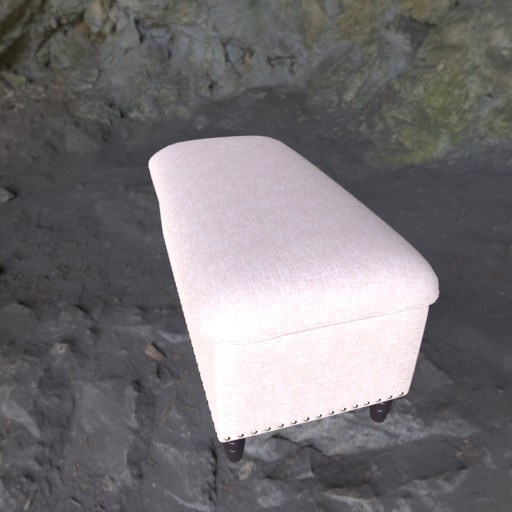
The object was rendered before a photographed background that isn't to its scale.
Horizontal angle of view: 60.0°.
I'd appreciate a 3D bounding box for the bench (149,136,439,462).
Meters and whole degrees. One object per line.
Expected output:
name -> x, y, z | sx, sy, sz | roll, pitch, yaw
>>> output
bench -> 0.000, 0.000, 1.246 | 0.483, 0.483, 0.991 | -9, 32, -15
